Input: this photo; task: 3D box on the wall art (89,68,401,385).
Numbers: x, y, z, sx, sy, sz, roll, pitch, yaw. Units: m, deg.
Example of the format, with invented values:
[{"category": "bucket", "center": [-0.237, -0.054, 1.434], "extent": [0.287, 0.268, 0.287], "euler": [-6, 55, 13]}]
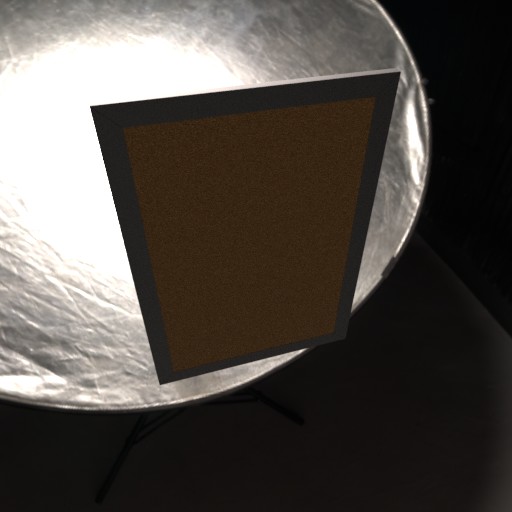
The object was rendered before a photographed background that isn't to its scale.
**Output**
[{"category": "wall art", "center": [0.000, 0.000, 0.698], "extent": [0.380, 0.534, 0.013], "euler": [-11, 42, -13]}]
